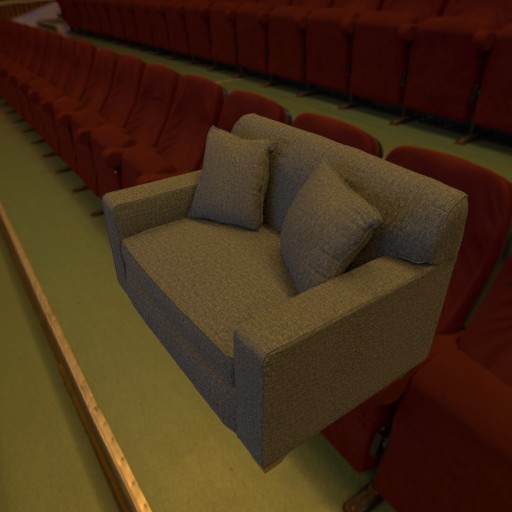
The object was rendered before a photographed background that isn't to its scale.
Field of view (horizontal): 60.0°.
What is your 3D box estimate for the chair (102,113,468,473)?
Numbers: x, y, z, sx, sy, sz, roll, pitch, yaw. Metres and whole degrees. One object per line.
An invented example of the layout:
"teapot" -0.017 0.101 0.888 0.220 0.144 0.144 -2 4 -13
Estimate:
"chair" 0.000 0.000 2.055 1.000 0.948 1.383 -21 38 -29
